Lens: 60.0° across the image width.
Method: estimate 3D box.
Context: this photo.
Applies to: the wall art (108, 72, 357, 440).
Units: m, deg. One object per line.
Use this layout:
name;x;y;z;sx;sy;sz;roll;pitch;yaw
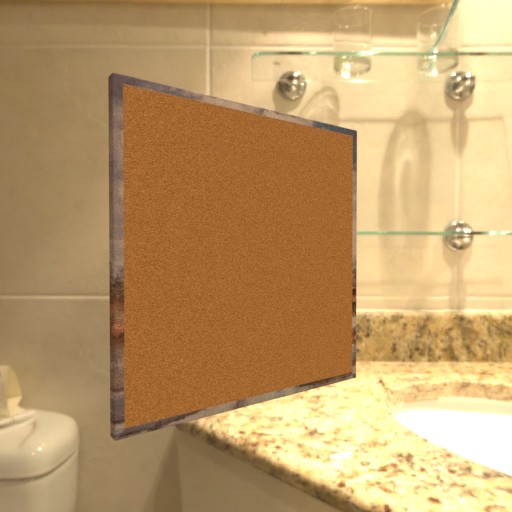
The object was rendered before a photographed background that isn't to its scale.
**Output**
wall art;0.000;0.000;1.355;0.888;0.897;0.035;-1;1;-37
